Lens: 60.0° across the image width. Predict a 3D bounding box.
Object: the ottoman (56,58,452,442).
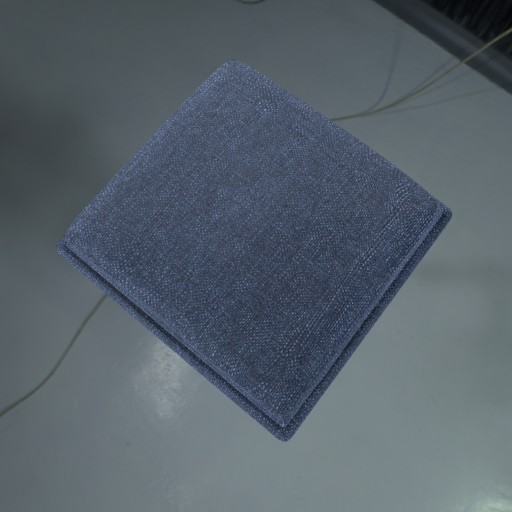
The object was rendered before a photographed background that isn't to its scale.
[{"bbox_3d":[0.000,0.000,0.847,0.454,0.493,0.436,38,79,8],"label":"ottoman"}]
